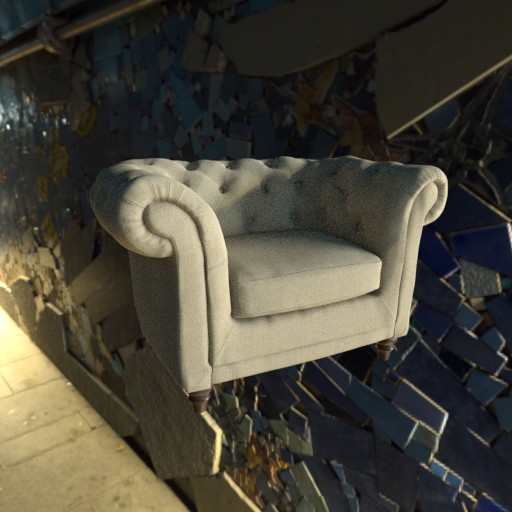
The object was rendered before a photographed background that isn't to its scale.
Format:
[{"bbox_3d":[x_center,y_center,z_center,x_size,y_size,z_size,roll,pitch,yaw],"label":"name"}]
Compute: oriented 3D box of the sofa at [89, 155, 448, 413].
[{"bbox_3d":[0.000,0.000,2.057,1.405,0.878,1.034,-8,17,-25],"label":"sofa"}]
